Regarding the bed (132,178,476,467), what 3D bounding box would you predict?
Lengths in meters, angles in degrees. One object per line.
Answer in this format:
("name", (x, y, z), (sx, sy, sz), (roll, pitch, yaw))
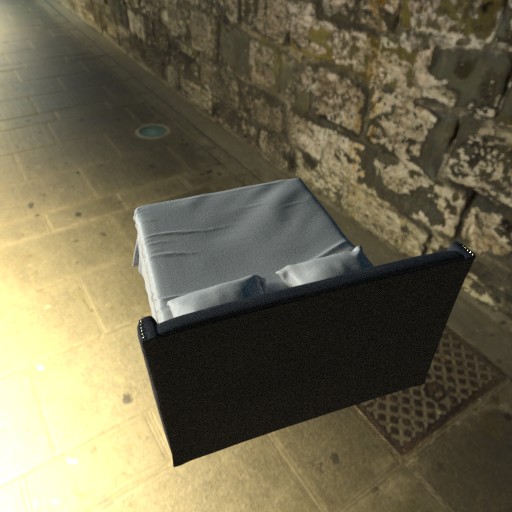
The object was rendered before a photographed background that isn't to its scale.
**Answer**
("bed", (0.000, 0.000, 3.514), (1.925, 1.332, 2.276), (-12, 42, -14))
